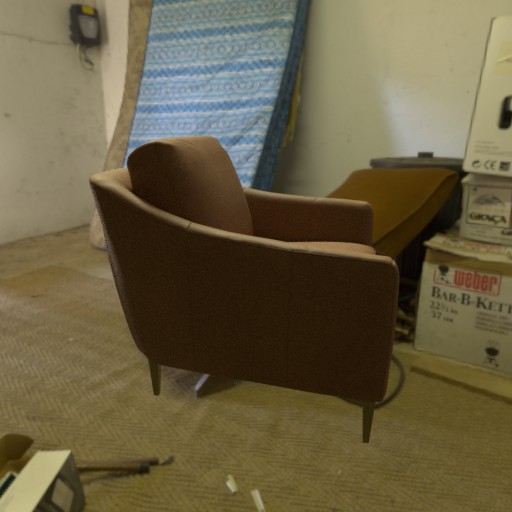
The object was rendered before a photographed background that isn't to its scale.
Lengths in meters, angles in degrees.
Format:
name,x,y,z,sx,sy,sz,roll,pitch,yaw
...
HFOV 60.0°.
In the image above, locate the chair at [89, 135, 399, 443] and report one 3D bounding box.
name,x,y,z,sx,sy,sz,roll,pitch,yaw
chair,0.000,0.000,1.714,0.963,0.895,0.988,3,16,10
